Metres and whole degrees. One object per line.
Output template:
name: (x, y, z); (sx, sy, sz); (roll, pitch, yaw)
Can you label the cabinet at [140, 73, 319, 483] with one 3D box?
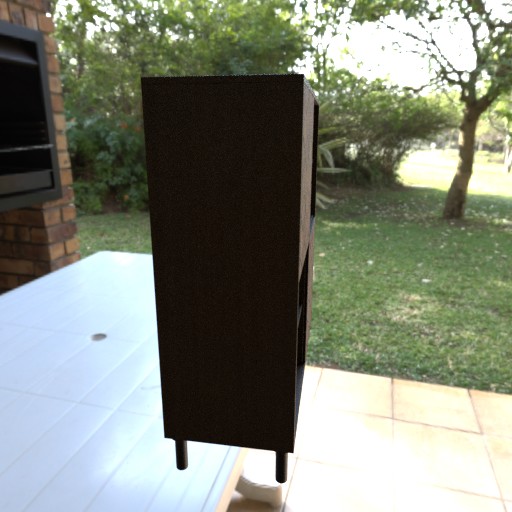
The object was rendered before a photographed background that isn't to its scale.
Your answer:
cabinet: (0.000, 0.000, 1.690); (0.400, 1.170, 1.010); (3, 16, 9)
